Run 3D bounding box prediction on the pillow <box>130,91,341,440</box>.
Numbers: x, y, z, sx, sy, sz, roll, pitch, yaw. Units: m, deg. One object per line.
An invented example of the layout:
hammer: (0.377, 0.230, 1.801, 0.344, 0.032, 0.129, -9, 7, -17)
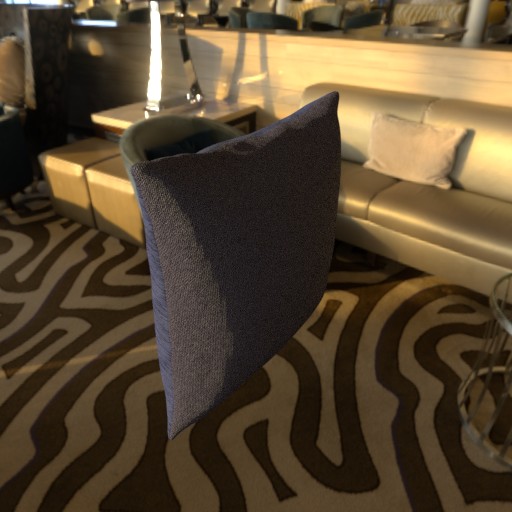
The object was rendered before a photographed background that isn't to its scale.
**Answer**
pillow: (0.000, 0.000, 0.714, 0.204, 0.439, 0.452, 21, 37, 30)
